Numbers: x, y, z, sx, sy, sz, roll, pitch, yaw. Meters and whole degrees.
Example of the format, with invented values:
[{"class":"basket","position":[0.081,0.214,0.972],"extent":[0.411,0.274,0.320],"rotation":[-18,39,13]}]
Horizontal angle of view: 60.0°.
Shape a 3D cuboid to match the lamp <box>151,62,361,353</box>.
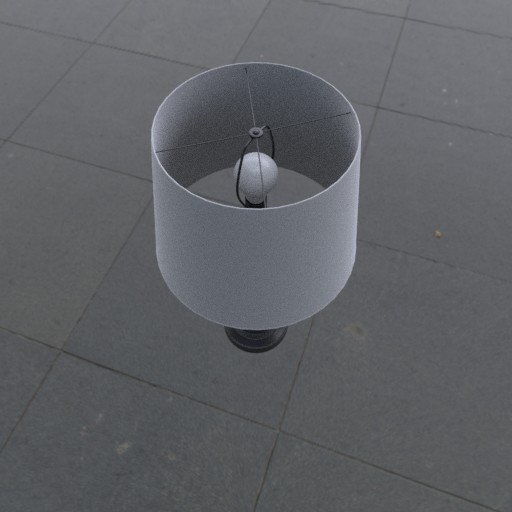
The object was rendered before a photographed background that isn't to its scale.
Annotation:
[{"class":"lamp","position":[0.000,0.000,0.788],"extent":[0.331,0.594,0.331],"rotation":[0,58,0]}]
